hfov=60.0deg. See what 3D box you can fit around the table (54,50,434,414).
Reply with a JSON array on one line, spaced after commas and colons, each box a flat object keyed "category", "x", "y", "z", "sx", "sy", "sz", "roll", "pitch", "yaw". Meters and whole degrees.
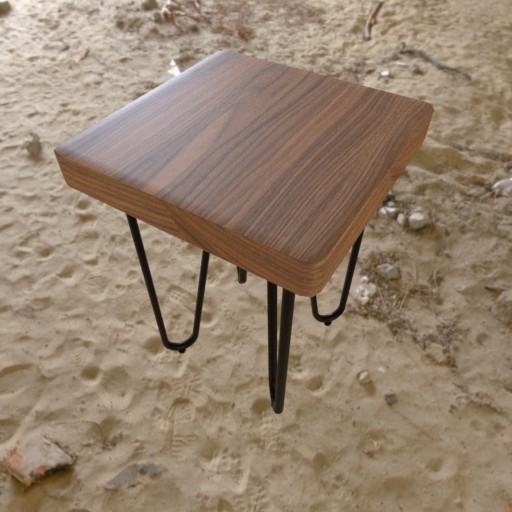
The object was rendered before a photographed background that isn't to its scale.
[{"category": "table", "x": 0.000, "y": 0.000, "z": 0.985, "sx": 0.479, "sy": 0.641, "sz": 0.480, "roll": 24, "pitch": 51, "yaw": 22}]
